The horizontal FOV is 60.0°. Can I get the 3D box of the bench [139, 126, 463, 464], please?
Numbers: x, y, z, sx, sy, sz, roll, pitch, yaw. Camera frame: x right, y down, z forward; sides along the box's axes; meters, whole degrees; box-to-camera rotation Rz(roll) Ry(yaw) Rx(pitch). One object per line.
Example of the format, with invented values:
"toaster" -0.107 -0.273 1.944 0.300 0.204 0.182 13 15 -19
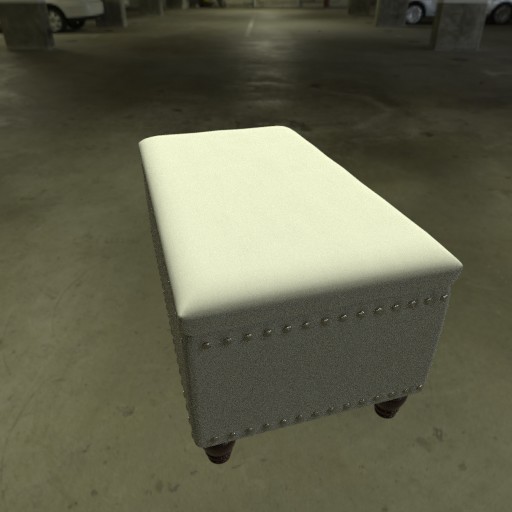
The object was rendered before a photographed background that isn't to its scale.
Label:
"bench" 0.000 0.000 1.174 0.500 0.449 0.887 -9 33 -14
